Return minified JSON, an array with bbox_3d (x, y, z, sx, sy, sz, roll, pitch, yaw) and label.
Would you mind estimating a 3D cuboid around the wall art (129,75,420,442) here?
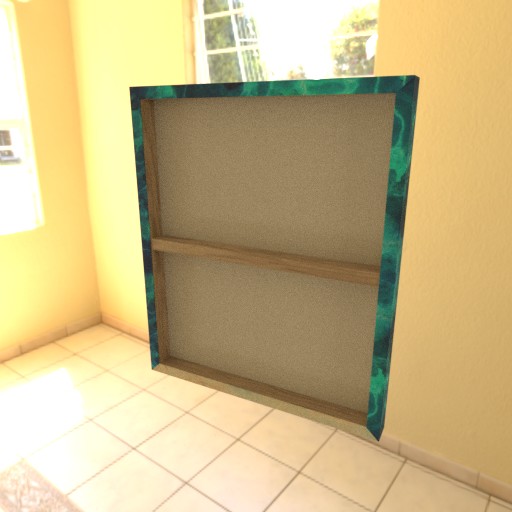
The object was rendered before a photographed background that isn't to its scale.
[{"bbox_3d":[0.000,0.000,0.696,0.432,0.508,0.038,9,19,26],"label":"wall art"}]
